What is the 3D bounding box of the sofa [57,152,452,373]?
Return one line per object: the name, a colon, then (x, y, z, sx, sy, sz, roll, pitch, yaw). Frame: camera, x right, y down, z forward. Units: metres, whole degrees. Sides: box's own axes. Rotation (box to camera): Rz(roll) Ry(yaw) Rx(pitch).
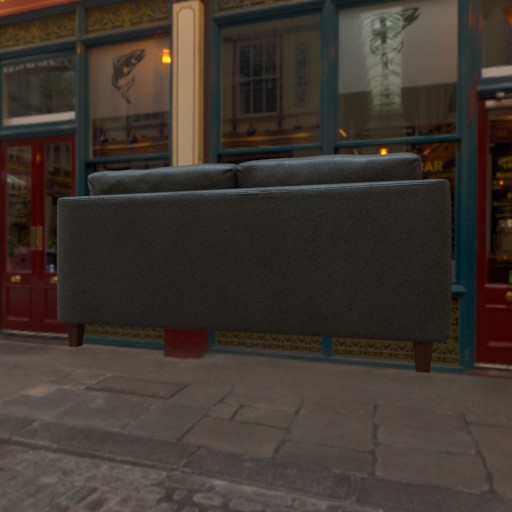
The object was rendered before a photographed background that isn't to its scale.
sofa: (0.000, 0.000, 2.429, 1.883, 0.933, 0.951, 0, 0, 17)
